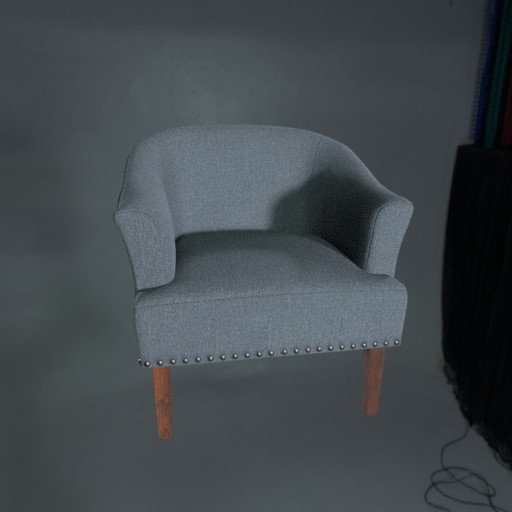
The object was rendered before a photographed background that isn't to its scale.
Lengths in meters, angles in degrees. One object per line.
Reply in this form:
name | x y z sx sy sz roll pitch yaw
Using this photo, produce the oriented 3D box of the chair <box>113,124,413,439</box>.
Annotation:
chair | 0.000 0.000 1.416 0.798 0.815 0.704 -3 16 -10
